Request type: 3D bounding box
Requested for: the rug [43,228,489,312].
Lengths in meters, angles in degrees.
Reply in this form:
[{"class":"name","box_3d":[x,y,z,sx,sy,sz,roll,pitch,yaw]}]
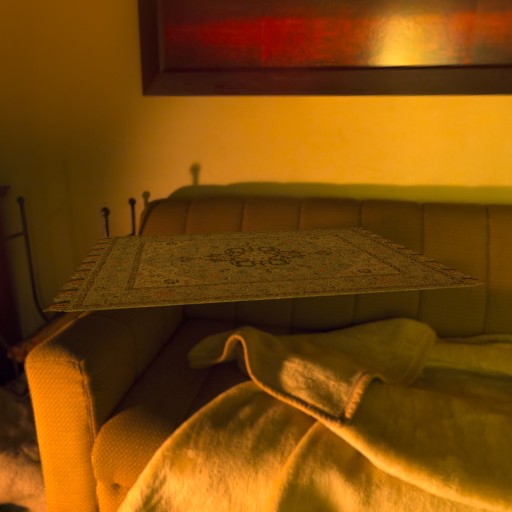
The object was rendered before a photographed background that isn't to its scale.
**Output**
[{"class":"rug","box_3d":[0.000,0.000,3.501,2.651,0.010,1.971,-3,14,-10]}]
